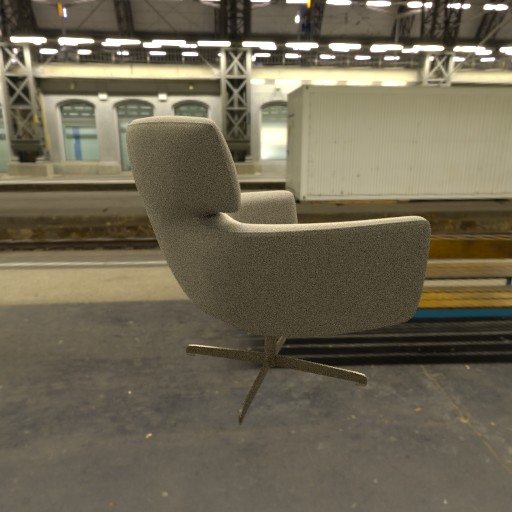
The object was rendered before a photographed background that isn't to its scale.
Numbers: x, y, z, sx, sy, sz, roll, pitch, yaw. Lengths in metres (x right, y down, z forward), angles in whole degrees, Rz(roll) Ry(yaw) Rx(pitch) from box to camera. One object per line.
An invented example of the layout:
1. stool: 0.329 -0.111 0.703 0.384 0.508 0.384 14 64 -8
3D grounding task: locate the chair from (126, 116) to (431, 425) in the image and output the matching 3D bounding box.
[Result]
1. chair: 0.000 0.000 1.383 0.730 0.810 0.760 -7 16 -26
